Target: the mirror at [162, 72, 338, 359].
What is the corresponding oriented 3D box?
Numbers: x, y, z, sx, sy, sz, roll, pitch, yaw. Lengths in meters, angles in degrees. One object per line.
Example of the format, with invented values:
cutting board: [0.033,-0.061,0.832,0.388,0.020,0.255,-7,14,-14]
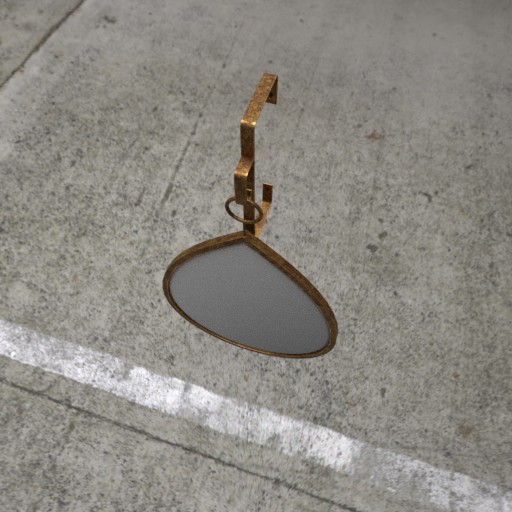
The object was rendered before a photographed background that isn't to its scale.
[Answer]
mirror: [0.000,0.000,0.889,0.405,0.744,0.144,15,60,9]
